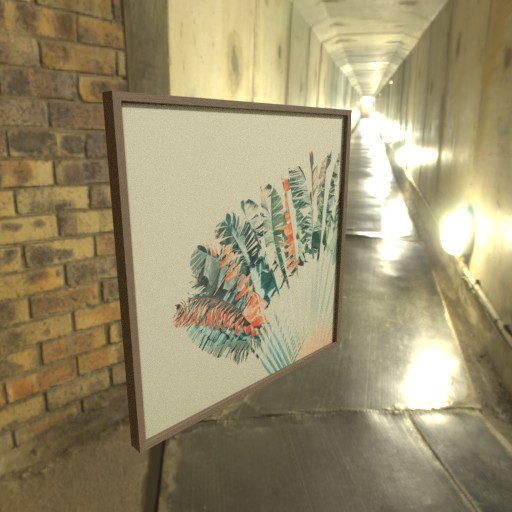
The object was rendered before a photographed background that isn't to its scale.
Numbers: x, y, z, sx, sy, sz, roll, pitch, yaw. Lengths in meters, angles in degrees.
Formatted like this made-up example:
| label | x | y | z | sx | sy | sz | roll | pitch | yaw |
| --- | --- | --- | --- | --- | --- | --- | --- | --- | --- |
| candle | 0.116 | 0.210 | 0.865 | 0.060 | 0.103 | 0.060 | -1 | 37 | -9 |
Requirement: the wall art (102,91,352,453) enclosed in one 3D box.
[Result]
| label | x | y | z | sx | sy | sz | roll | pitch | yaw |
| --- | --- | --- | --- | --- | --- | --- | --- | --- | --- |
| wall art | 0.000 | 0.000 | 1.160 | 0.761 | 0.758 | 0.038 | -14 | 20 | -43 |
